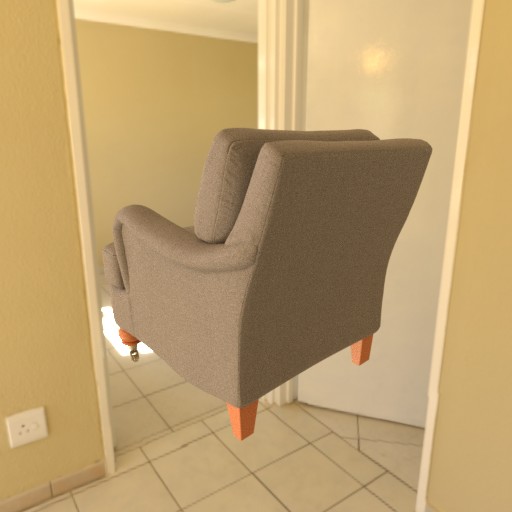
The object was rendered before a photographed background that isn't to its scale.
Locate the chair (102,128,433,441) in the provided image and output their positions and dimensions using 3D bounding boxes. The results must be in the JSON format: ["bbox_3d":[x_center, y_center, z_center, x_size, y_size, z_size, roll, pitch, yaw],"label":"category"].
[{"bbox_3d":[0.000,0.000,1.885,0.955,1.038,1.070,-15,21,-42],"label":"chair"}]
